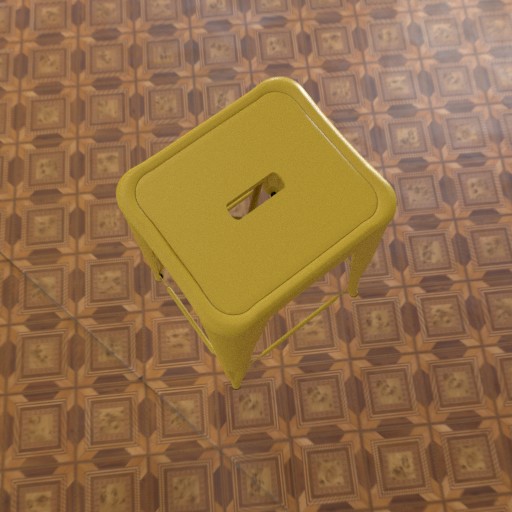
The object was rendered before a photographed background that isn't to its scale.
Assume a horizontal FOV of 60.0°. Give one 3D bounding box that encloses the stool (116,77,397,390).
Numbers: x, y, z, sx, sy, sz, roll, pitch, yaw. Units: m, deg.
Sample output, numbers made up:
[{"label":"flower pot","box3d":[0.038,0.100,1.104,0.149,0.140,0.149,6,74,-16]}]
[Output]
[{"label":"stool","box3d":[0.000,0.000,0.849,0.399,0.609,0.359,-37,78,-9]}]
